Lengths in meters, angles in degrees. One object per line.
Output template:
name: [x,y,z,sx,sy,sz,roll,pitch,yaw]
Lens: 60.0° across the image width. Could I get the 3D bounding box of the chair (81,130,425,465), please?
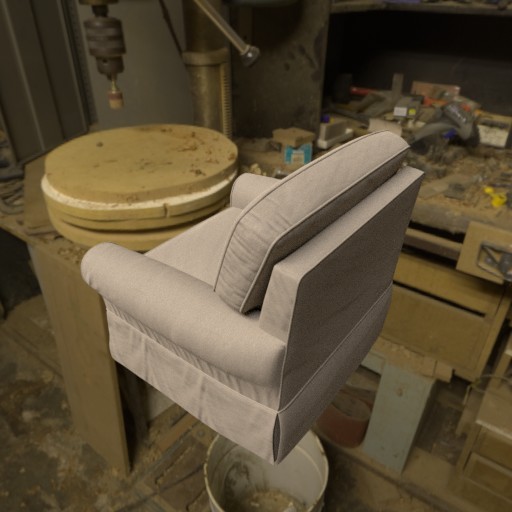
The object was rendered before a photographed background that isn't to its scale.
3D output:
chair: [0.000,0.000,1.886,0.988,1.017,1.135,22,39,31]
